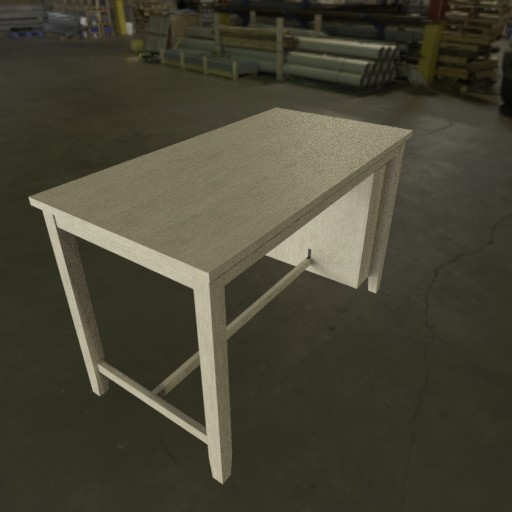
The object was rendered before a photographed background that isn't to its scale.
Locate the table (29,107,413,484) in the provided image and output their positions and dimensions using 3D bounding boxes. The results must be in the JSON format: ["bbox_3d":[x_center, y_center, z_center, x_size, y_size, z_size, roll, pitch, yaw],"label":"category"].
[{"bbox_3d":[0.000,0.000,1.901,0.729,0.874,1.397,20,37,29],"label":"table"}]
